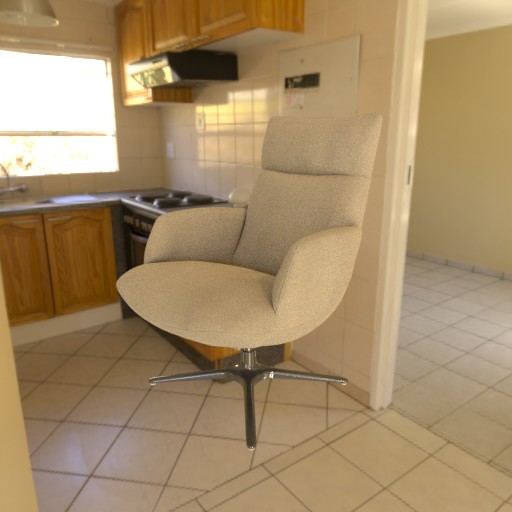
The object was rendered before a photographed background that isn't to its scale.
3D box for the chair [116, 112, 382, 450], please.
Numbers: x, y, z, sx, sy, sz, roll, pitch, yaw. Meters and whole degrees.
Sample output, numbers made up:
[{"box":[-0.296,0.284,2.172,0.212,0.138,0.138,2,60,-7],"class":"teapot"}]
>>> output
[{"box":[0.000,0.000,1.627,0.711,1.016,0.889,14,21,42],"class":"chair"}]
